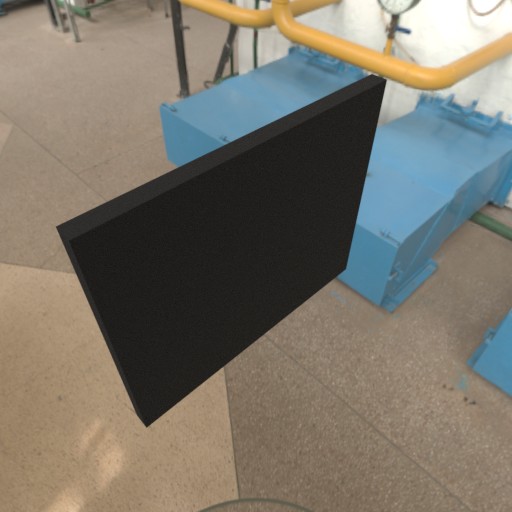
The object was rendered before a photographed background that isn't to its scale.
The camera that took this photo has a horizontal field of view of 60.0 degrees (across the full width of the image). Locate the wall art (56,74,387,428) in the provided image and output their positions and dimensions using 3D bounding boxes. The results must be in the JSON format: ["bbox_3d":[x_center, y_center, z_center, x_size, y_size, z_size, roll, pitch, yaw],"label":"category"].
[{"bbox_3d":[0.000,0.000,0.762,0.558,0.457,0.031,-34,54,-29],"label":"wall art"}]
